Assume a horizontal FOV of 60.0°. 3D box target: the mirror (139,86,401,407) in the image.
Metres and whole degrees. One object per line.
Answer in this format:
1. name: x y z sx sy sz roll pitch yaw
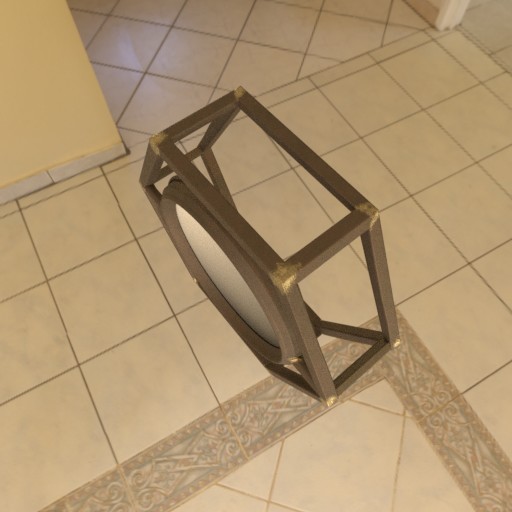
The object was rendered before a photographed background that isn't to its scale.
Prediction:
1. mirror: 0.000 0.000 0.557 0.119 0.334 0.380 -36 68 -17
